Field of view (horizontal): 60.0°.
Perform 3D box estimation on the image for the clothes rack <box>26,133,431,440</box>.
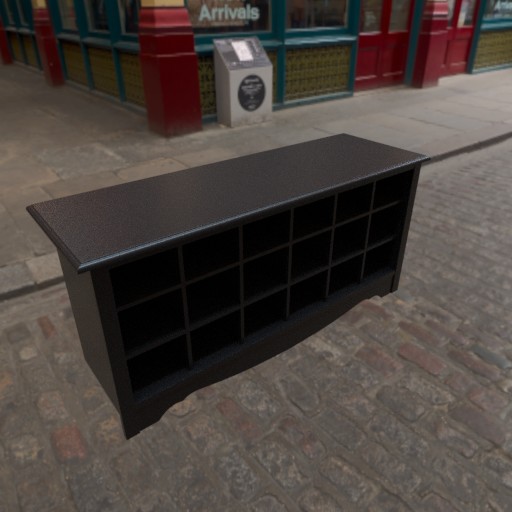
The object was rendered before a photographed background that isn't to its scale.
[{"bbox_3d":[0.000,0.000,1.483,1.219,0.556,0.406,-21,36,-32],"label":"clothes rack"}]
